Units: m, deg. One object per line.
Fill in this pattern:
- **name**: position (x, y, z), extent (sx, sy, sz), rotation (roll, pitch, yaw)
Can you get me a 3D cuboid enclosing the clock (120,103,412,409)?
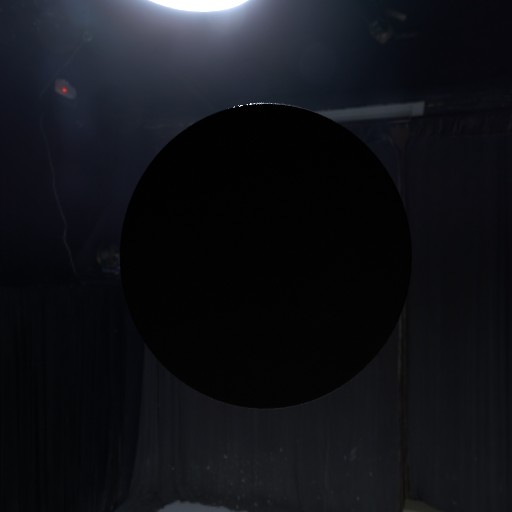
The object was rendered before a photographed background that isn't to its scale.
- **clock**: position (0.000, 0.000, 0.474), extent (0.314, 0.314, 0.040), rotation (0, -1, 18)
